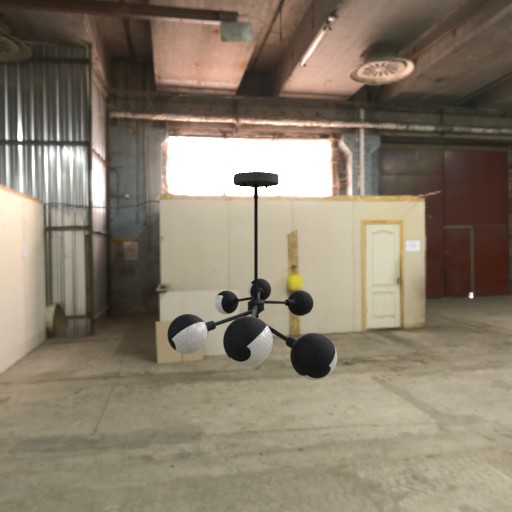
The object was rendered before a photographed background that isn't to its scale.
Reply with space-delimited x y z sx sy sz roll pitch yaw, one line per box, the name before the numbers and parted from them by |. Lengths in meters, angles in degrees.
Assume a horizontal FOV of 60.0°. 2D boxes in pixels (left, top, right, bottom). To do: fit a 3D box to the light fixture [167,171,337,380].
light fixture | 0.000 0.000 0.996 0.434 0.362 0.778 0 1 18
